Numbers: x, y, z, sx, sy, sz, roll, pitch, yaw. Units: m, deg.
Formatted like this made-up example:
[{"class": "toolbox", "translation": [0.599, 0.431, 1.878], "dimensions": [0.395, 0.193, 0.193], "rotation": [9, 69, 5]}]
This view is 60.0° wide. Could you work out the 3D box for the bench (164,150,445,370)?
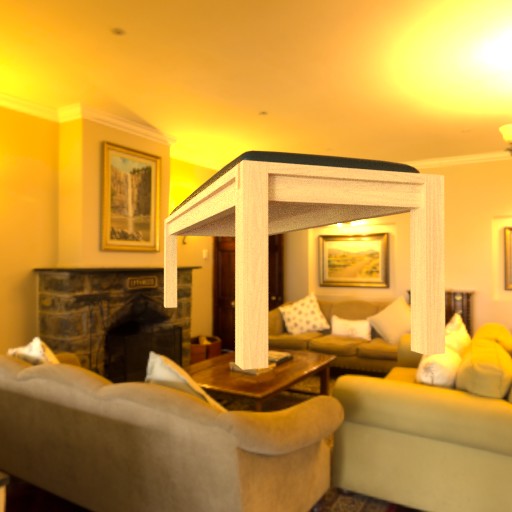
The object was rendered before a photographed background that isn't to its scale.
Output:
[{"class": "bench", "translation": [0.000, 0.000, 1.445], "dimensions": [0.450, 0.430, 1.202], "rotation": [0, -1, -18]}]
